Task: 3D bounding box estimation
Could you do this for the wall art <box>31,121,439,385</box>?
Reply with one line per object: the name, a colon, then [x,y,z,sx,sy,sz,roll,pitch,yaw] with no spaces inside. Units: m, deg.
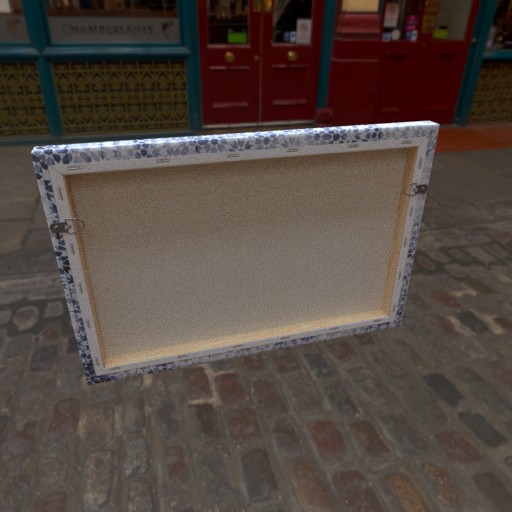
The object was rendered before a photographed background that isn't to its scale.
wall art: [0.000,0.000,0.748,0.608,0.406,0.030,-8,29,-14]
